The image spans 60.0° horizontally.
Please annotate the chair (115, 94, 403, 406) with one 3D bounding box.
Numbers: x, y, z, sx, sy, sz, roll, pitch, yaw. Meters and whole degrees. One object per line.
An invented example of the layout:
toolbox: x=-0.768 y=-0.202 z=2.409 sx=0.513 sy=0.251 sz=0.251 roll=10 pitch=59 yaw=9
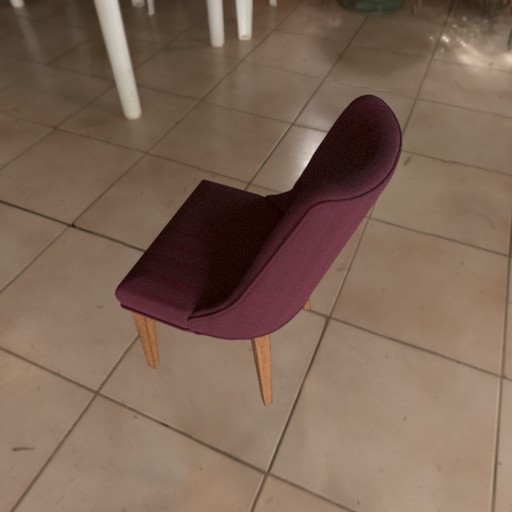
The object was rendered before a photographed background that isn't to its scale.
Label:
chair: x=0.000 y=0.000 z=1.312 sx=0.638 sy=0.916 sz=0.548 roll=17 pitch=50 yaw=15
